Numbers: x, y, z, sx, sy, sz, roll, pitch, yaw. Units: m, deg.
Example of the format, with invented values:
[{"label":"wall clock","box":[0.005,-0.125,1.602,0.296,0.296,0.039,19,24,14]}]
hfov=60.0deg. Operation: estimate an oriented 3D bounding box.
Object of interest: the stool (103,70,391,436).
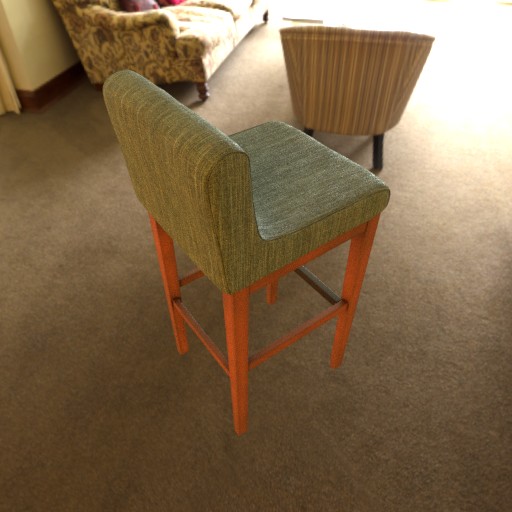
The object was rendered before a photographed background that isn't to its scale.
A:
[{"label":"stool","box":[0.000,0.000,1.200,0.499,0.965,0.426,-26,49,-26]}]
